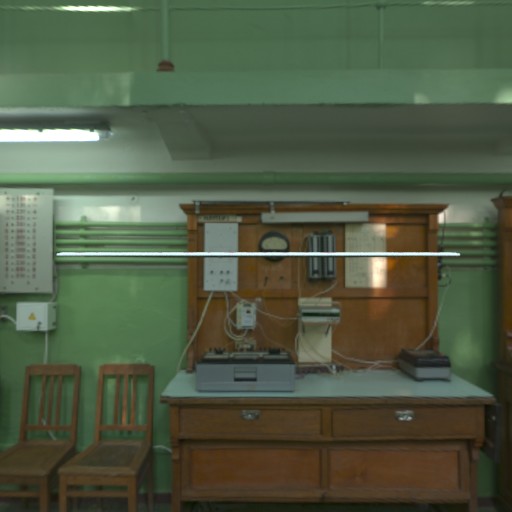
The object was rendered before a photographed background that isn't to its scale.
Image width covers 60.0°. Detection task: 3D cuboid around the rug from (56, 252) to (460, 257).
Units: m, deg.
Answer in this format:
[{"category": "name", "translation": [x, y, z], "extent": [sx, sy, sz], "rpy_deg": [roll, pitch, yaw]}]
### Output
[{"category": "rug", "translation": [0.000, 0.000, 2.848], "extent": [1.598, 0.014, 2.202], "rpy_deg": [0, 0, -1]}]
